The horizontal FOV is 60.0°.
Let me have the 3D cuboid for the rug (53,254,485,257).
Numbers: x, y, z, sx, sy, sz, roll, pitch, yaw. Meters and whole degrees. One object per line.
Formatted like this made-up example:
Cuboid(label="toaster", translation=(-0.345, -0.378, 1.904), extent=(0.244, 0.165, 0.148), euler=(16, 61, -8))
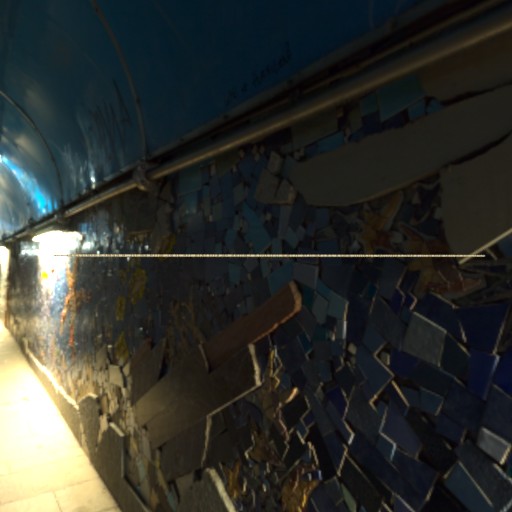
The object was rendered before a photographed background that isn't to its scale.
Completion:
Cuboid(label="rug", translation=(0.000, 0.000, 2.914), extent=(2.284, 0.008, 1.522), euler=(0, 0, -18))
